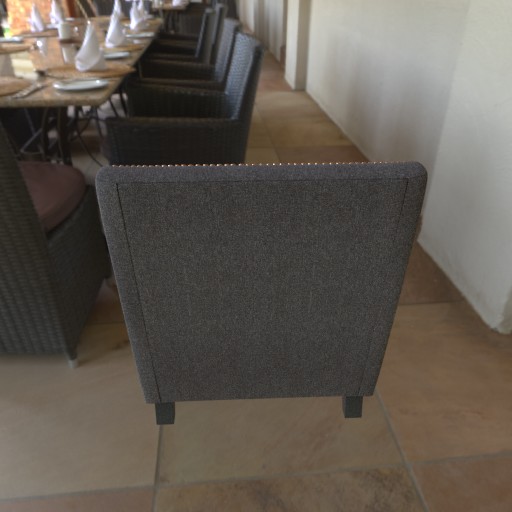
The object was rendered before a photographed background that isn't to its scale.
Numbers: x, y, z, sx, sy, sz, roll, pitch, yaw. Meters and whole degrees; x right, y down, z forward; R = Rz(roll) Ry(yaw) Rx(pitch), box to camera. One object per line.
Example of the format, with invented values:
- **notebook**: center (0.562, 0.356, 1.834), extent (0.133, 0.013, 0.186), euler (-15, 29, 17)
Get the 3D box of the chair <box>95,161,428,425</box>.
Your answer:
- **chair**: center (0.000, 0.000, 1.603), extent (0.776, 0.967, 0.884), euler (-1, 32, -2)
